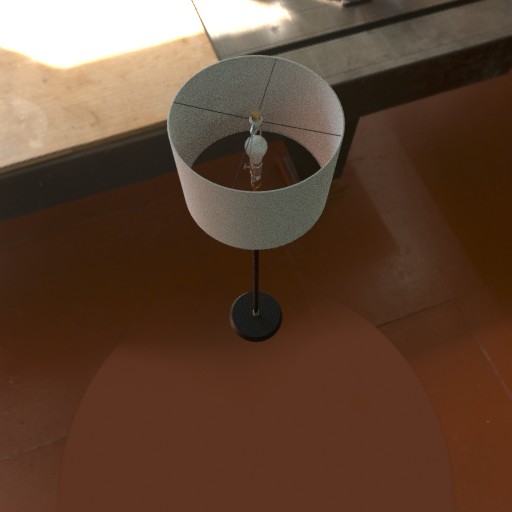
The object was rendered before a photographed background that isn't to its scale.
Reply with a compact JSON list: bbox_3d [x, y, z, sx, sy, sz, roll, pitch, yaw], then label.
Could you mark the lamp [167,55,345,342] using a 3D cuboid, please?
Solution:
[{"bbox_3d":[0.000,0.000,1.684,0.404,1.517,0.404,13,66,6],"label":"lamp"}]
